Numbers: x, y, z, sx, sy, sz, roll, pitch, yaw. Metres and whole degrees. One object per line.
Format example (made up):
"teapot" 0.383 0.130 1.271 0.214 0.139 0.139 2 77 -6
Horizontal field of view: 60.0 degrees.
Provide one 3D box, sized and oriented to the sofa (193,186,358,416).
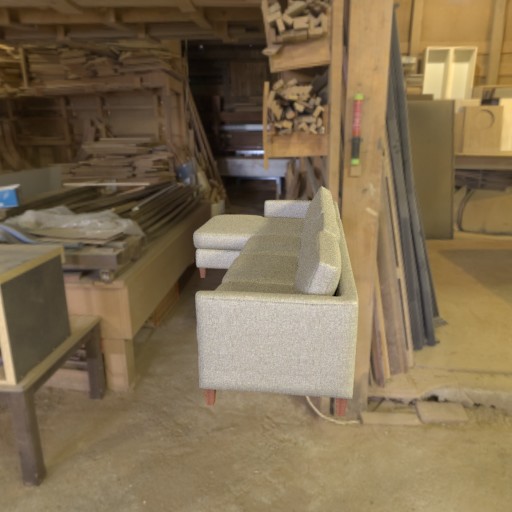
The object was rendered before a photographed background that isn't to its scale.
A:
"sofa" 0.000 0.000 3.870 1.502 0.876 3.201 2 16 8
